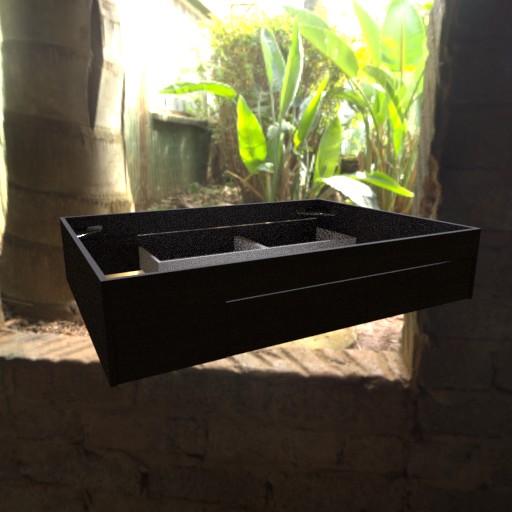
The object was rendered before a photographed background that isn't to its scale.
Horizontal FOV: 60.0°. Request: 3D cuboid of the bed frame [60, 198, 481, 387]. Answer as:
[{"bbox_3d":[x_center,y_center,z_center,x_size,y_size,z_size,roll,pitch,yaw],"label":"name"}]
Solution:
[{"bbox_3d":[0.000,0.000,2.581,1.944,0.459,1.448,-8,16,-27],"label":"bed frame"}]
